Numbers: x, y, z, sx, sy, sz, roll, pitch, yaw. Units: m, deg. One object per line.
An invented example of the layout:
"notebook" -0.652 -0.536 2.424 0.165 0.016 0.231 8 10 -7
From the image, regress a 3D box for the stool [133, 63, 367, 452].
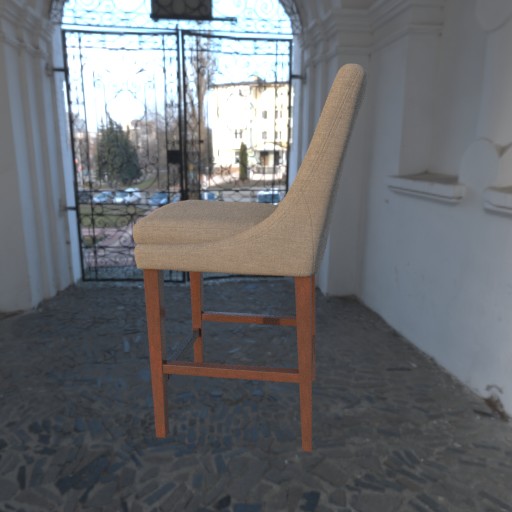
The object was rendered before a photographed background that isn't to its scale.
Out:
"stool" 0.000 0.000 1.310 0.577 0.981 0.470 2 14 8
